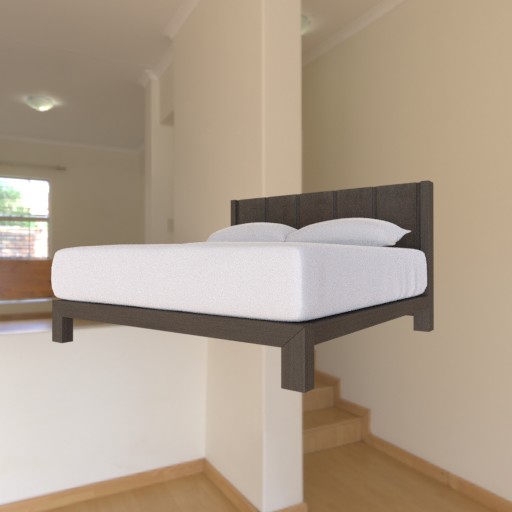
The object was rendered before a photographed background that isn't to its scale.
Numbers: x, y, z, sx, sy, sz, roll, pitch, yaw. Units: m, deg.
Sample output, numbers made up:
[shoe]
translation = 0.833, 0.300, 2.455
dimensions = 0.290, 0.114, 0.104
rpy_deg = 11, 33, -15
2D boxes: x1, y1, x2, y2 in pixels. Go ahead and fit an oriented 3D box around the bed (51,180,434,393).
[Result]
[bed]
translation = 0.000, 0.000, 3.521
dimensions = 2.143, 1.261, 2.238
rpy_deg = 0, 0, 36
